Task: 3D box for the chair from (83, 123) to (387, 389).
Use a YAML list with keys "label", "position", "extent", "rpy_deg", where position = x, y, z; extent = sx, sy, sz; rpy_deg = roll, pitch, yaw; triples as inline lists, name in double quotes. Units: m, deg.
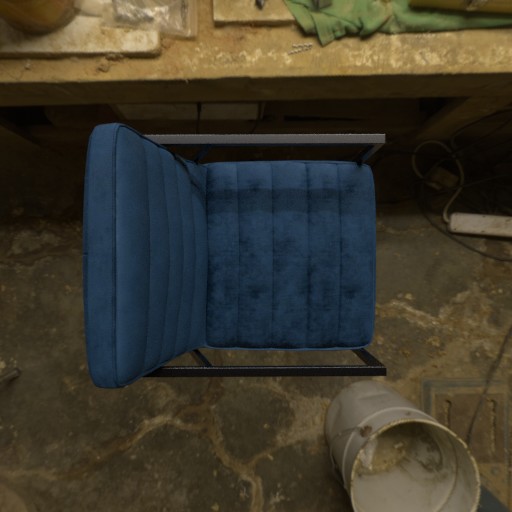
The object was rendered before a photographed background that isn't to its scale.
- label: "chair"
  position: [0.000, 0.000, 1.246]
  extent: [0.677, 0.833, 0.571]
  rpy_deg: [0, 90, 0]
